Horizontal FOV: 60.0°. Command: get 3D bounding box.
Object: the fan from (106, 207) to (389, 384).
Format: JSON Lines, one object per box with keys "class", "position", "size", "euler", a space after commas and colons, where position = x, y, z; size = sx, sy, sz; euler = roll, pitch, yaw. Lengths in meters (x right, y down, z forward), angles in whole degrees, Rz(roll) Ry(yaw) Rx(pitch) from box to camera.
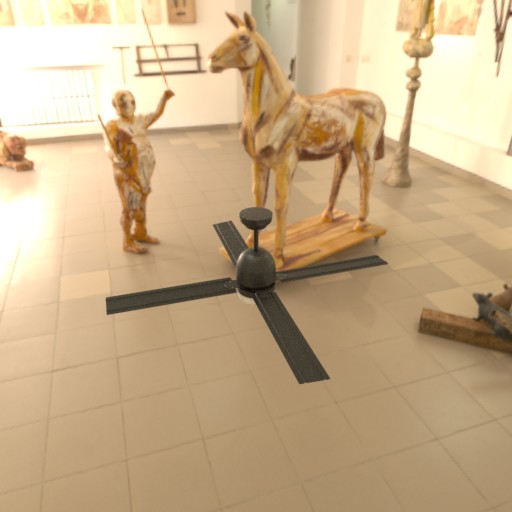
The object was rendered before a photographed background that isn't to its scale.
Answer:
{"class": "fan", "position": [0.000, 0.000, 1.967], "size": [1.319, 0.410, 1.319], "euler": [-10, 31, -17]}
